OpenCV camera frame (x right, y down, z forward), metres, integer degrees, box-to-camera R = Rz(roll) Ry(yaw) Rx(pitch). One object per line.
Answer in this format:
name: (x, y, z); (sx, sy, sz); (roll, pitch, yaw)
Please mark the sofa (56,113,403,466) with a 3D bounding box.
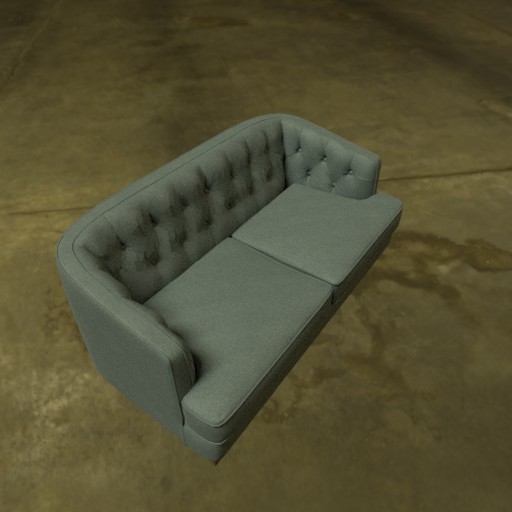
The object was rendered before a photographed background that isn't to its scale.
sofa: (0.000, 0.000, 2.261); (0.941, 0.855, 1.733); (25, 47, 26)
